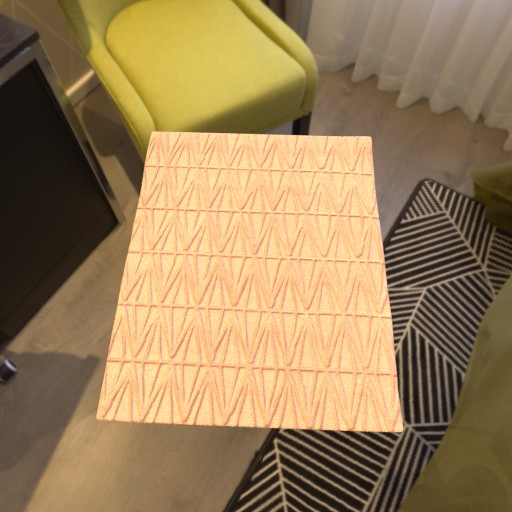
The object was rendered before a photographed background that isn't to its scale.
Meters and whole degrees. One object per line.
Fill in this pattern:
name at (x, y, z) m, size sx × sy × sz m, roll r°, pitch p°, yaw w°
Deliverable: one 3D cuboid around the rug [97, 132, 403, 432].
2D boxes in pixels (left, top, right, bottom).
rug at (0.000, 0.000, 4.213) m, size 2.453 × 0.043 × 3.052 m, roll 2°, pitch 63°, yaw 1°
